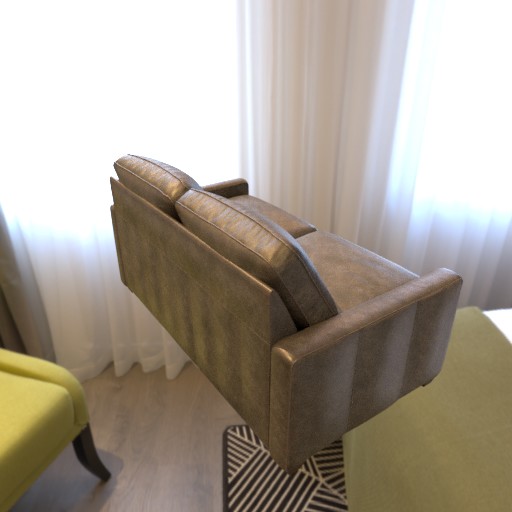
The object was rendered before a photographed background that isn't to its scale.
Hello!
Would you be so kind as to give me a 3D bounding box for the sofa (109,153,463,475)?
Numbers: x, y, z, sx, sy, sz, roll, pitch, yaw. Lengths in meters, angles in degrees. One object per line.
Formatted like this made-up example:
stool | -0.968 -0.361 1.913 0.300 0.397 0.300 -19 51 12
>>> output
sofa | 0.000 0.000 2.281 0.939 0.916 1.732 -18 32 -31
